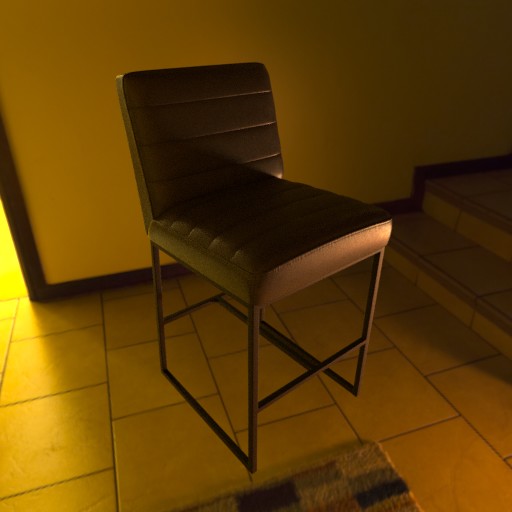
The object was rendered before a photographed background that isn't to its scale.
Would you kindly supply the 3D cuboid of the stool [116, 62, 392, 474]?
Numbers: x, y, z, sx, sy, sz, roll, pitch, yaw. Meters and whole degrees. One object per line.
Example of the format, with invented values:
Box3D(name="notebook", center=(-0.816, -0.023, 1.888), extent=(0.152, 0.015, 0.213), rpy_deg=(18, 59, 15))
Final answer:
Box3D(name="stool", center=(0.000, 0.000, 1.224), extent=(0.457, 0.938, 0.552), rpy_deg=(-21, 35, -34))
